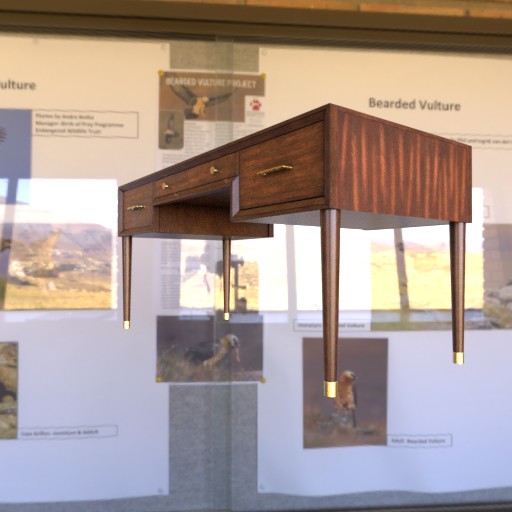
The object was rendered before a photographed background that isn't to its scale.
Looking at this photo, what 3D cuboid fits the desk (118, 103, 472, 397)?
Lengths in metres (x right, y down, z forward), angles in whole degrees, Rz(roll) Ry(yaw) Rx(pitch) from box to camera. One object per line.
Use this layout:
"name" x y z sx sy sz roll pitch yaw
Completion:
"desk" 0.000 0.000 1.971 0.724 0.762 1.575 1 -1 -37
